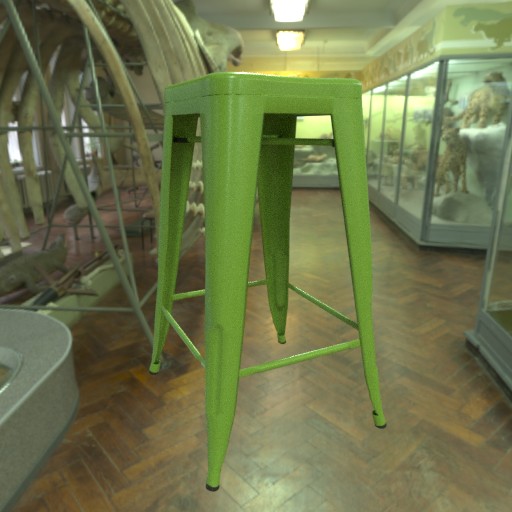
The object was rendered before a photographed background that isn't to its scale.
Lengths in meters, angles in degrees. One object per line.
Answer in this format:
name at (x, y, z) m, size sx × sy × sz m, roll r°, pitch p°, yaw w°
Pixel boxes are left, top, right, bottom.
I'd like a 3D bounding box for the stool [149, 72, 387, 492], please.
stool at (0.000, 0.000, 0.836) m, size 0.358 × 0.609 × 0.398 m, roll -8°, pitch 18°, yaw -25°
